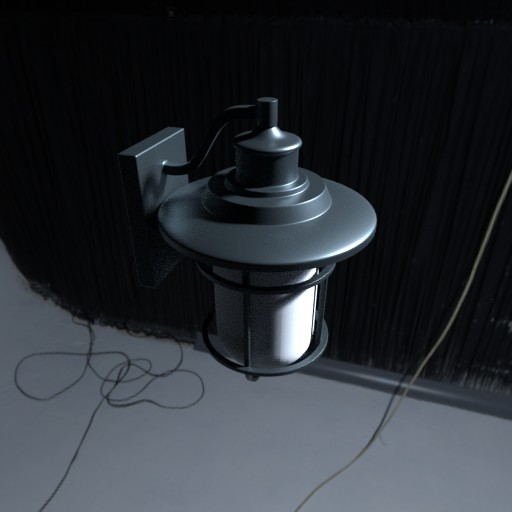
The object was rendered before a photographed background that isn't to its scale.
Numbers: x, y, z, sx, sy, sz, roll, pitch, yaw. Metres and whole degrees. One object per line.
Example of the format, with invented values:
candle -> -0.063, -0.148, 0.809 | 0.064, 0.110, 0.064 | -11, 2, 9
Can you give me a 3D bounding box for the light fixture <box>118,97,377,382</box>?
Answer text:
light fixture -> 0.000, 0.000, 0.505 | 0.252, 0.345, 0.222 | 10, 33, 16
